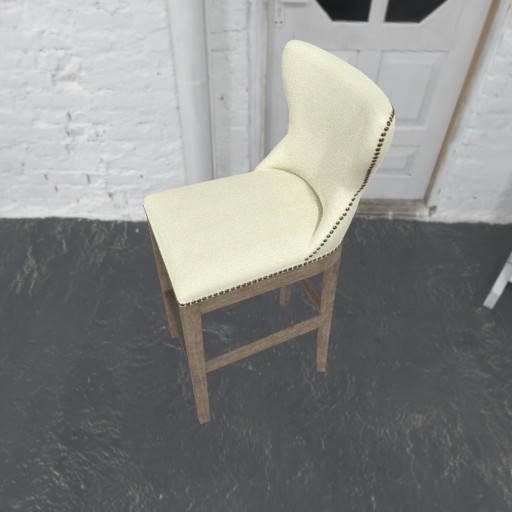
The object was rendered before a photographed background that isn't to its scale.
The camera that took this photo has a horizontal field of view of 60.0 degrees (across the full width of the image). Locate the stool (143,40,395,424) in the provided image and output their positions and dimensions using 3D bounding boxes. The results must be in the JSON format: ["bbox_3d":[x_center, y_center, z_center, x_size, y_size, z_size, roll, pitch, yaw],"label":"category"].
[{"bbox_3d":[0.000,0.000,1.418,0.606,1.123,0.494,-16,48,-15],"label":"stool"}]
